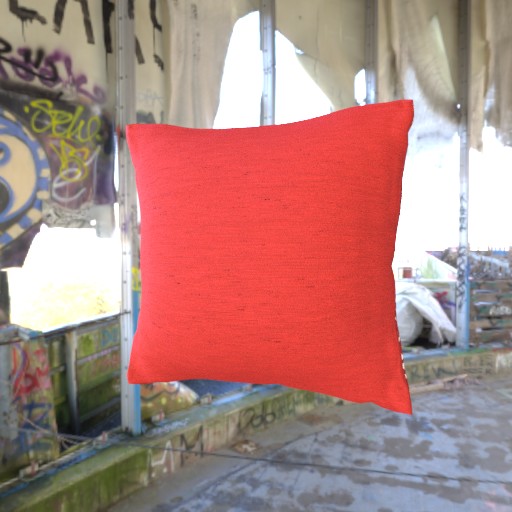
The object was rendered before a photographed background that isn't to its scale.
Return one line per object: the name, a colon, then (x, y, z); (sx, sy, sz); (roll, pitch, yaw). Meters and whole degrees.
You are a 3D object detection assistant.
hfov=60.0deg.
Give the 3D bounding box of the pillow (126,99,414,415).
pillow: (0.000, 0.000, 0.652); (0.438, 0.419, 0.162); (1, 2, 18)
